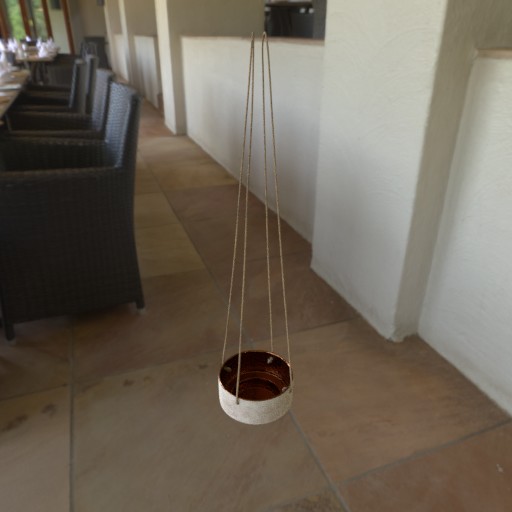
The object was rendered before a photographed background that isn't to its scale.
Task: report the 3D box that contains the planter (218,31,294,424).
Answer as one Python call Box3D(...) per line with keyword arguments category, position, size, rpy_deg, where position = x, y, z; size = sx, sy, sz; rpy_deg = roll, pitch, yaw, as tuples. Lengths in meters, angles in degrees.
Box3D(category="planter", position=(0.000, 0.000, 1.139), size=(0.223, 1.030, 0.223), rpy_deg=(-8, 28, -15))
